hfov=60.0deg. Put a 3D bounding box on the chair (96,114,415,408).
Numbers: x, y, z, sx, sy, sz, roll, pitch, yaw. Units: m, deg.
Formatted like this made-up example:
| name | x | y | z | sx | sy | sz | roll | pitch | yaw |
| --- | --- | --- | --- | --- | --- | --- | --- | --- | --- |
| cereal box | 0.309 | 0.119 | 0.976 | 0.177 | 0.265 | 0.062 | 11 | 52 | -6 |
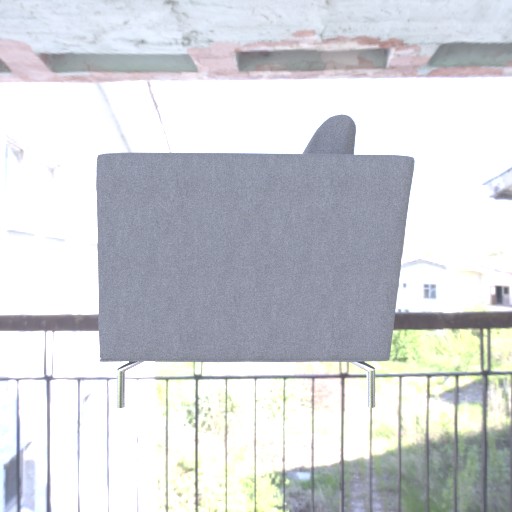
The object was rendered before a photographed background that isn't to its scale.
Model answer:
| name | x | y | z | sx | sy | sz | roll | pitch | yaw |
| --- | --- | --- | --- | --- | --- | --- | --- | --- | --- |
| chair | 0.000 | 0.000 | 1.691 | 0.889 | 0.864 | 1.041 | 0 | -1 | -1 |
